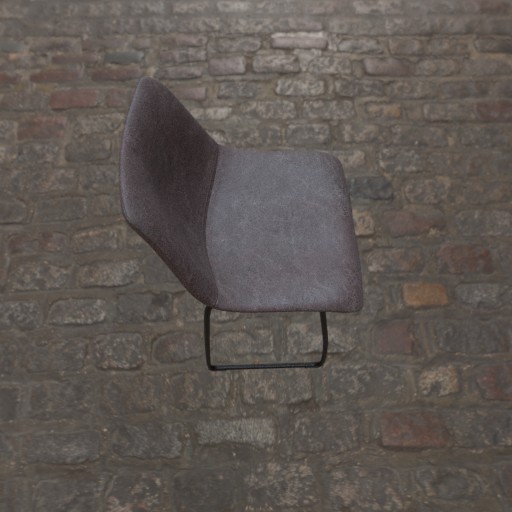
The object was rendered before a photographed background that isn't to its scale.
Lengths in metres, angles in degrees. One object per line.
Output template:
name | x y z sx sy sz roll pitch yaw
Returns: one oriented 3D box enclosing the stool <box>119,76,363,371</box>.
stool | 0.000 0.000 1.384 0.561 1.082 0.514 -2 63 -1
